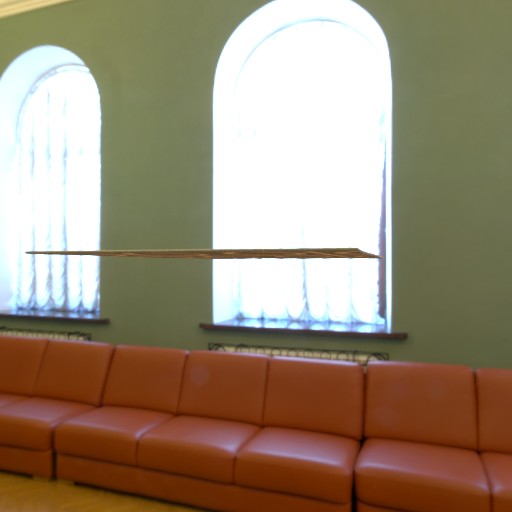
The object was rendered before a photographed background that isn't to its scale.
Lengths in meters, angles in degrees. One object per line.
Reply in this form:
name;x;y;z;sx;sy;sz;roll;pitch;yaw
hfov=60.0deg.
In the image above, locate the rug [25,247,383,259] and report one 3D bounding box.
rug;0.000;0.000;2.908;1.528;0.014;2.294;0;-1;18
